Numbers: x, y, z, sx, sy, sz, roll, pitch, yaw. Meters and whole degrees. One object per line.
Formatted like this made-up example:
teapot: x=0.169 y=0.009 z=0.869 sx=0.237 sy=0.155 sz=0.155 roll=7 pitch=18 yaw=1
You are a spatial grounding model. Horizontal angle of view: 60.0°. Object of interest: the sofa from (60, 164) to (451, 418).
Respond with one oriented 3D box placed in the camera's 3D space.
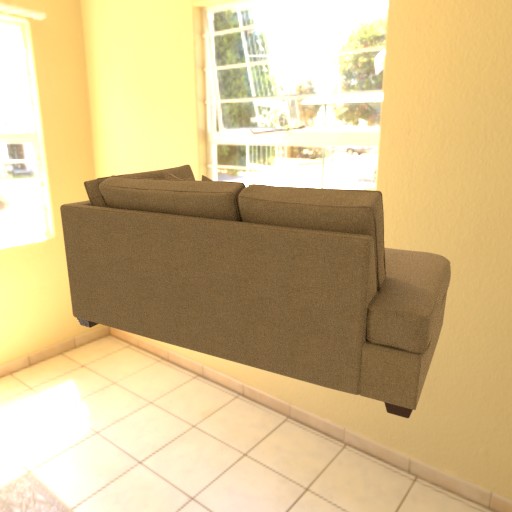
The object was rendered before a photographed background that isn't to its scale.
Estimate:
sofa: x=0.000 y=0.000 z=2.806 sx=2.238 sy=1.019 sz=1.110 roll=8 pitch=18 yaw=27
